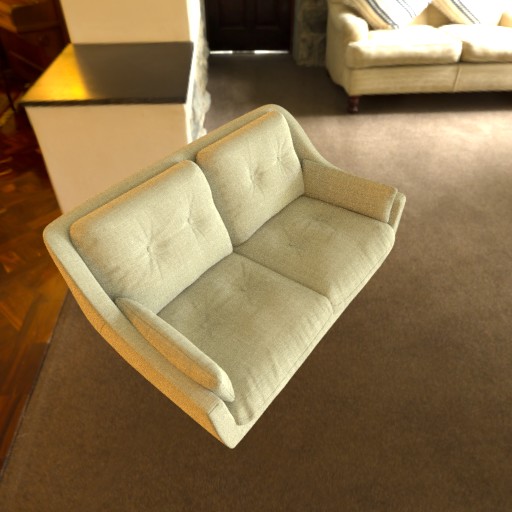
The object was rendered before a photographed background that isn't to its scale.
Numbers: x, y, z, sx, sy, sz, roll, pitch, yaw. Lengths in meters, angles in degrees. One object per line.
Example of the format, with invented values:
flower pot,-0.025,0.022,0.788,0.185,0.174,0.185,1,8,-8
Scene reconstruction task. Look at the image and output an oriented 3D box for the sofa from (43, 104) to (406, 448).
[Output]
sofa,0.000,0.000,2.202,0.965,0.888,1.652,26,47,27
